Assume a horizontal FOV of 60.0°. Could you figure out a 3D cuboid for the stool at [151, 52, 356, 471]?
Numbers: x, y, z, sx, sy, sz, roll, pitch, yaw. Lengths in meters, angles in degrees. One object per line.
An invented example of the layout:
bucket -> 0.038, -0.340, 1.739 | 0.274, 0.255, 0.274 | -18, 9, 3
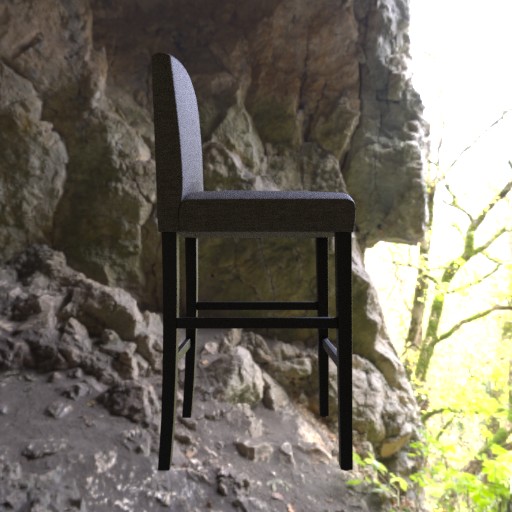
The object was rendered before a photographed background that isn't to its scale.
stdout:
stool -> 0.000, 0.000, 1.377 | 0.552, 1.138, 0.451 | 0, 0, 0
